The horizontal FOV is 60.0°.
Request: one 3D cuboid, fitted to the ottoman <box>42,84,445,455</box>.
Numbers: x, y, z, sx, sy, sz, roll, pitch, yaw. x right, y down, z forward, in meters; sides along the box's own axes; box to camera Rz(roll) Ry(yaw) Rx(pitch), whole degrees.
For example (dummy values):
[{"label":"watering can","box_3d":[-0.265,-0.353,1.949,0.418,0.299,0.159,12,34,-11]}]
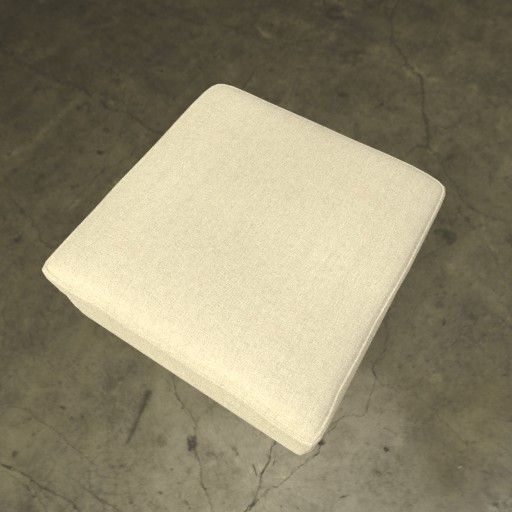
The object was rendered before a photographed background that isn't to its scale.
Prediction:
[{"label":"ottoman","box_3d":[0.000,0.000,1.368,0.838,0.478,0.838,29,66,14]}]
